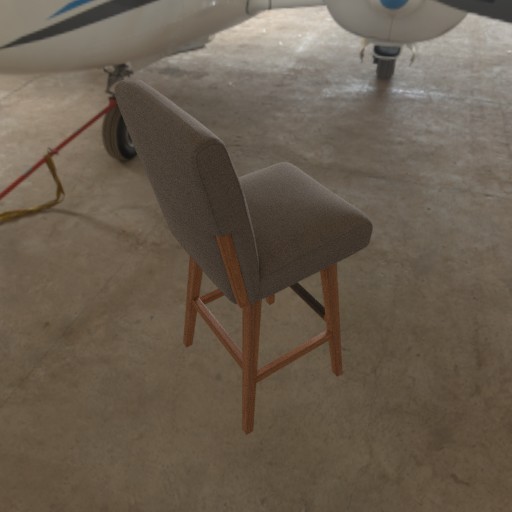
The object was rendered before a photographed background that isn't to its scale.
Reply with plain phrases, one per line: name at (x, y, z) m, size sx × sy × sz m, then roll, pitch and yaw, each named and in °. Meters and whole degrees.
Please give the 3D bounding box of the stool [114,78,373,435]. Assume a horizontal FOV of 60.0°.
stool at (0.000, 0.000, 1.412) m, size 0.570 × 1.112 × 0.483 m, roll -24°, pitch 47°, yaw -25°
